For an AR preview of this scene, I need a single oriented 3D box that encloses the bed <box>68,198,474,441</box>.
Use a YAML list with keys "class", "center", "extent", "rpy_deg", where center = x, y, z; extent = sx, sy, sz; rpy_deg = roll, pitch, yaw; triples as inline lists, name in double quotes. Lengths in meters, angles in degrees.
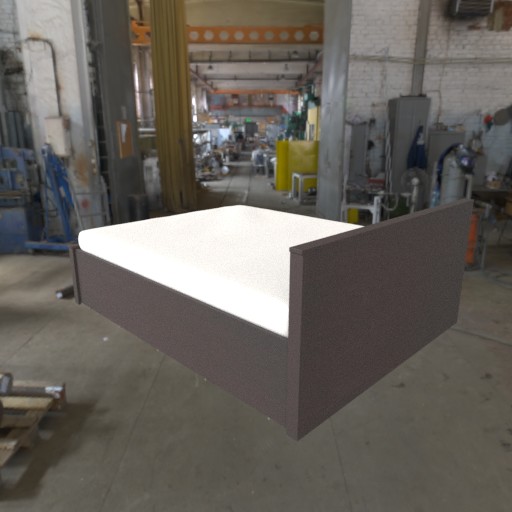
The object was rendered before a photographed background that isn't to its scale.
- class: "bed"
  center: [0.000, 0.000, 2.956]
  extent: [1.634, 0.808, 2.103]
  rpy_deg: [-16, 22, -43]
